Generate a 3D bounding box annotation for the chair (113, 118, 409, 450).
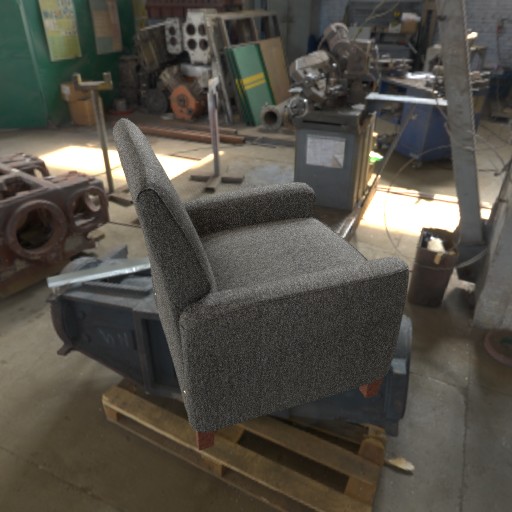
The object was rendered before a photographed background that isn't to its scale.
[{"bbox_3d":[0.000,0.000,1.679,0.864,1.014,0.848,-11,32,-17],"label":"chair"}]
